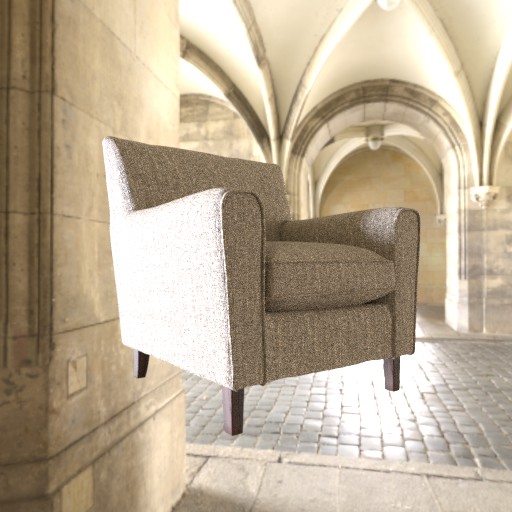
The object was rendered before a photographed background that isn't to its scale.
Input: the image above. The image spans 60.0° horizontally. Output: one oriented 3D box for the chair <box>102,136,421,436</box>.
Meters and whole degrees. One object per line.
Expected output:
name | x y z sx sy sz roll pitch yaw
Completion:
chair | 0.000 0.000 1.624 0.864 0.928 0.873 1 -1 -36
